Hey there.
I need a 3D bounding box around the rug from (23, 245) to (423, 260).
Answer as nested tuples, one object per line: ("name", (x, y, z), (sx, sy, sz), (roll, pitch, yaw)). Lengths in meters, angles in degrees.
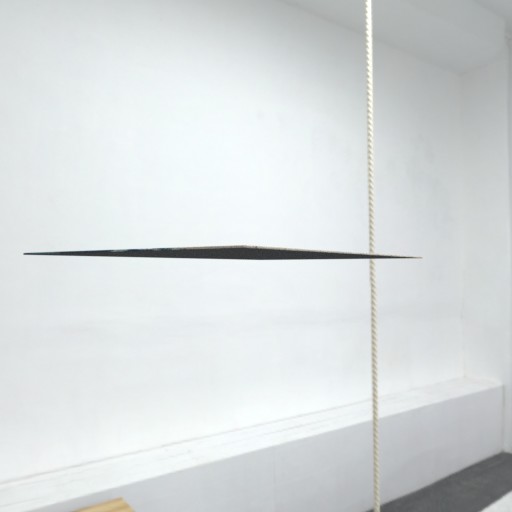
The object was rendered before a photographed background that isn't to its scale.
("rug", (0.000, 0.000, 2.331), (1.232, 0.009, 1.836), (-1, -2, 35))
